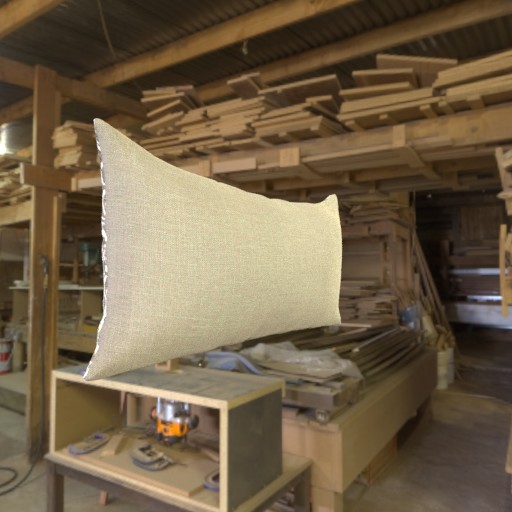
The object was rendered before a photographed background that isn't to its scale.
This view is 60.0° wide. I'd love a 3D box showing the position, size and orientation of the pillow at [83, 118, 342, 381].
[{"bbox_3d":[0.000,0.000,0.736,0.148,0.290,0.631,-1,-2,36],"label":"pillow"}]
